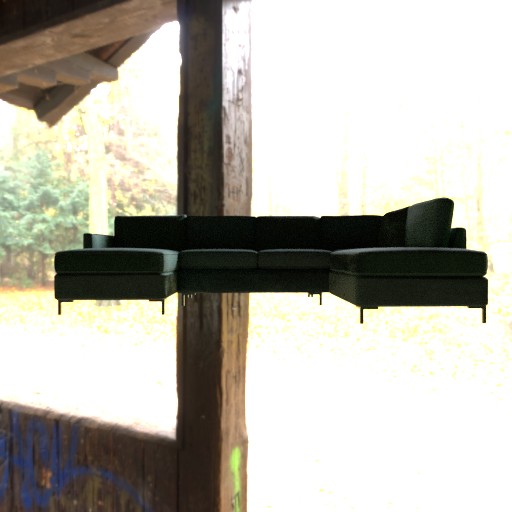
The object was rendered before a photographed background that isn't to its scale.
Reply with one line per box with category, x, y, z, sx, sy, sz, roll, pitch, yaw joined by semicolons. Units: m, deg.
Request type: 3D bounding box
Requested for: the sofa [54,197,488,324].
sofa;0.000;0.000;4.252;3.434;0.992;2.055;0;0;-1
